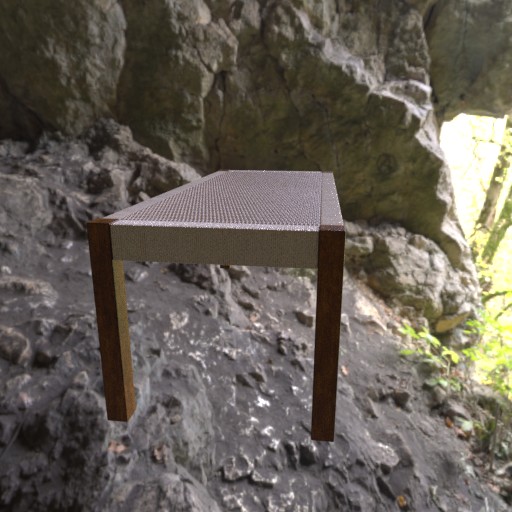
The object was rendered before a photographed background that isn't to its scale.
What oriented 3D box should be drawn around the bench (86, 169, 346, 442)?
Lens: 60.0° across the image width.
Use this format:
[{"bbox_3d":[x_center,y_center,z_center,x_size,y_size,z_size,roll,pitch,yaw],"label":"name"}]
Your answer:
[{"bbox_3d":[0.000,0.000,1.476,0.507,0.457,1.198,2,16,8],"label":"bench"}]
